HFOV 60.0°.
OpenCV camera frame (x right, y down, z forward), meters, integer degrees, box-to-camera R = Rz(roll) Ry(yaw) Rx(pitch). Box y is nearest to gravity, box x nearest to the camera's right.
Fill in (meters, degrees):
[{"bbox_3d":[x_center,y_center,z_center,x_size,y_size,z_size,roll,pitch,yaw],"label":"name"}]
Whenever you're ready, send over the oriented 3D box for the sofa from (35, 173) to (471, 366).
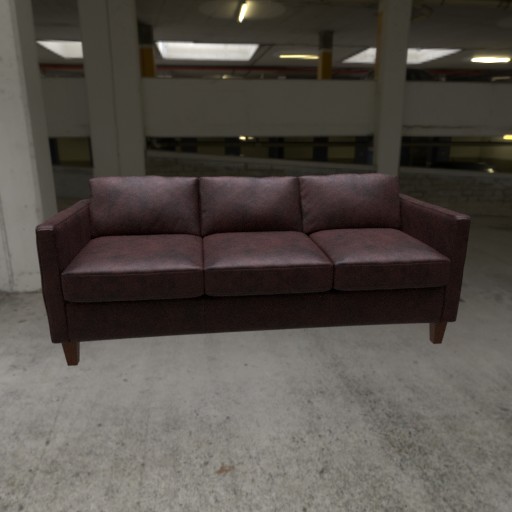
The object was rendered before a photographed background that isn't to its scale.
[{"bbox_3d":[0.000,0.000,2.955,2.464,1.006,1.045,-2,16,-7],"label":"sofa"}]
